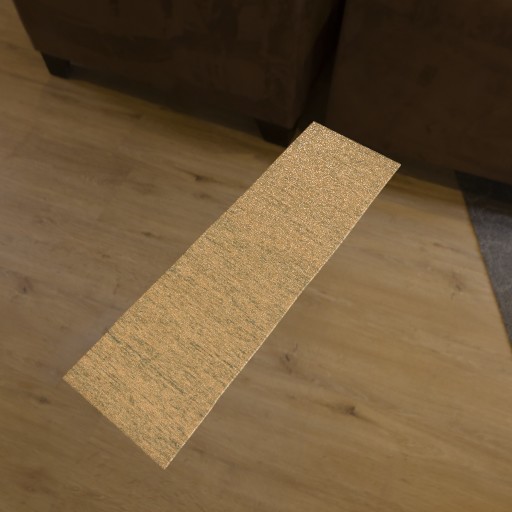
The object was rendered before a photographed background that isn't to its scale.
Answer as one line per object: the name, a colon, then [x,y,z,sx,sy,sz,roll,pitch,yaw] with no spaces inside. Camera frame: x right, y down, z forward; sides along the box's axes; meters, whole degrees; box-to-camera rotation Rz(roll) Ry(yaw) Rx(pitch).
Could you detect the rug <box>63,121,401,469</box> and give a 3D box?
rug: [0.000,0.000,2.572,0.700,0.014,2.290,33,64,18]
